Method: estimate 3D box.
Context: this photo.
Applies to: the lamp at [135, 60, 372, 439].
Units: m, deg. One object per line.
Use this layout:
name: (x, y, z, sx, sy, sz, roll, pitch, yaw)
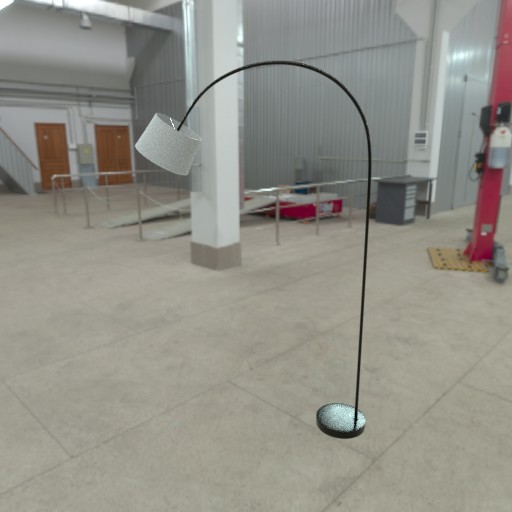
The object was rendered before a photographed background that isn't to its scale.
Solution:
lamp: (0.000, 0.000, 2.582, 1.363, 2.104, 0.331, 2, 14, 9)
